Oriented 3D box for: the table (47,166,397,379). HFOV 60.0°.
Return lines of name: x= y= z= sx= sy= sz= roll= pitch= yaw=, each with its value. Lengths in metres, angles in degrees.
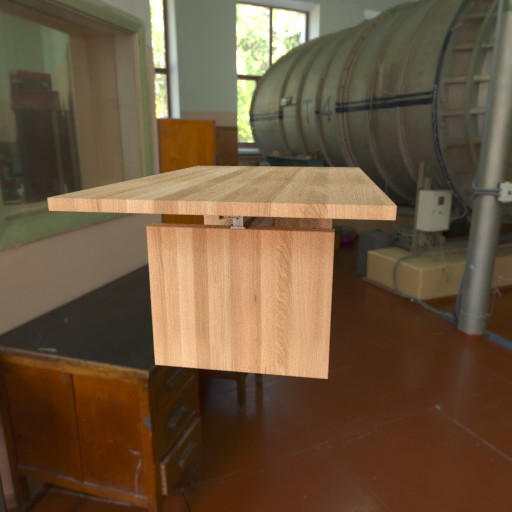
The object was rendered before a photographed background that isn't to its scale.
table: x=0.000 y=0.000 z=1.455 sx=0.700 sy=0.510 sz=1.100 roll=2 pitch=15 yaw=9
